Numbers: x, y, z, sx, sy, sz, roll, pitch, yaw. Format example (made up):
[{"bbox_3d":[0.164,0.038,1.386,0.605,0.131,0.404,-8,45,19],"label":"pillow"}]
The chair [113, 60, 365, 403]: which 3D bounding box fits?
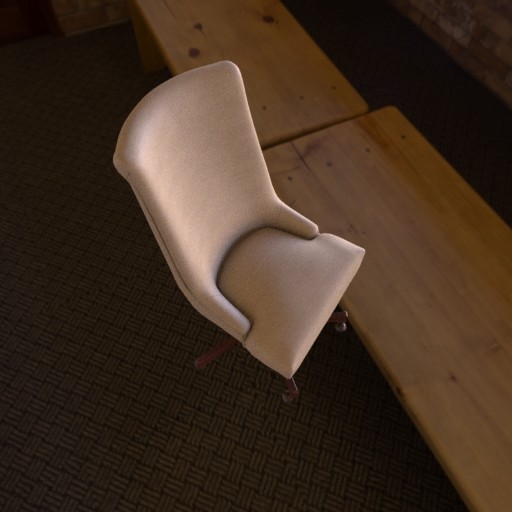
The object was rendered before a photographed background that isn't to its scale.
[{"bbox_3d":[0.000,0.000,1.470,0.696,1.010,0.645,29,63,17],"label":"chair"}]
